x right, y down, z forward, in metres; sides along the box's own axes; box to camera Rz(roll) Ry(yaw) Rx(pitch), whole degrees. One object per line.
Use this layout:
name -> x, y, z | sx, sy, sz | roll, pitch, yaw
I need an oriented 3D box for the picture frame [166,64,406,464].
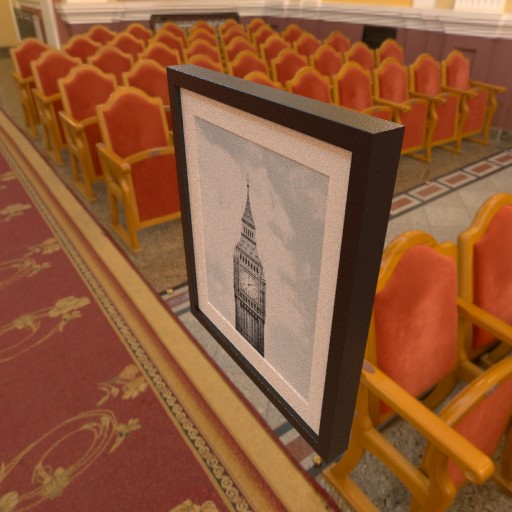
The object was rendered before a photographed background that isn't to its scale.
picture frame -> 0.000, 0.000, 0.524 | 0.034, 0.378, 0.328 | -20, 37, -29
